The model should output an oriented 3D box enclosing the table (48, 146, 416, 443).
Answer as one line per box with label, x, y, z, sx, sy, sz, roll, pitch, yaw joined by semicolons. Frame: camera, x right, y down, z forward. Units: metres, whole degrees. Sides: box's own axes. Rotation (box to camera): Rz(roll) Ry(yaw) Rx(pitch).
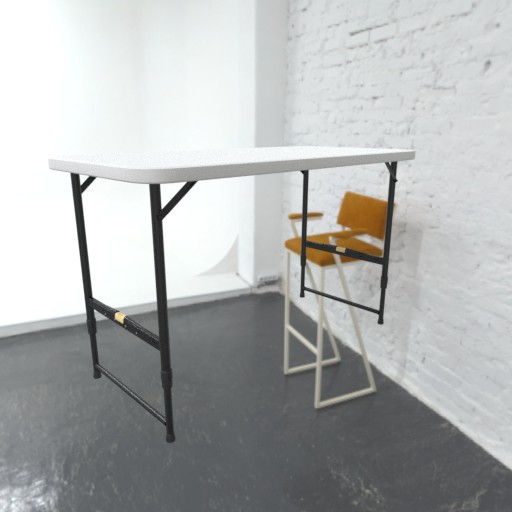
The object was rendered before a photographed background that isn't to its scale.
table;0.000;0.000;1.622;1.219;0.737;0.610;-15;22;-42
